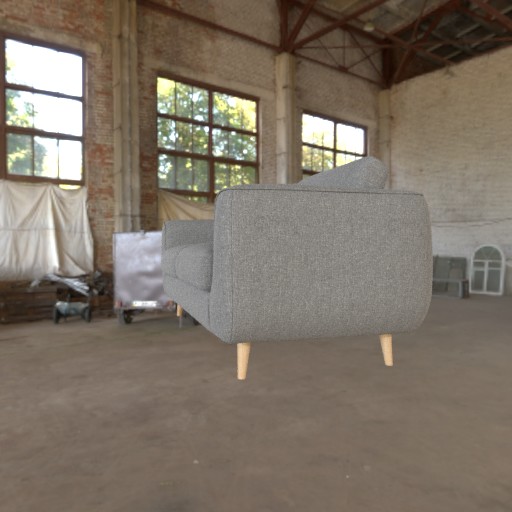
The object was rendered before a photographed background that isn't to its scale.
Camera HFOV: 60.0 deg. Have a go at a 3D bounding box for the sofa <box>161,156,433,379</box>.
[{"bbox_3d":[0.000,0.000,2.477,0.920,0.870,2.000,0,1,-18],"label":"sofa"}]
